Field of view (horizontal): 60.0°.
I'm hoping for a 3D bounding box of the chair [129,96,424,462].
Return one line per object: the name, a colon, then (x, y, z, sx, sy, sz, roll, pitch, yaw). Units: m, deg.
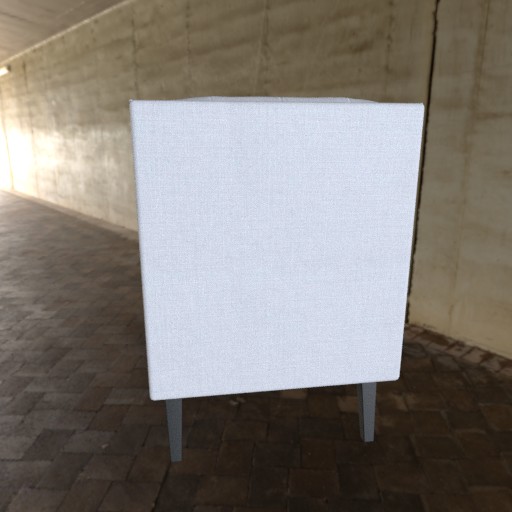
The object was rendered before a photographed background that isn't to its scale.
chair: (0.000, 0.000, 1.395, 0.658, 0.891, 0.772, -2, 15, -8)
